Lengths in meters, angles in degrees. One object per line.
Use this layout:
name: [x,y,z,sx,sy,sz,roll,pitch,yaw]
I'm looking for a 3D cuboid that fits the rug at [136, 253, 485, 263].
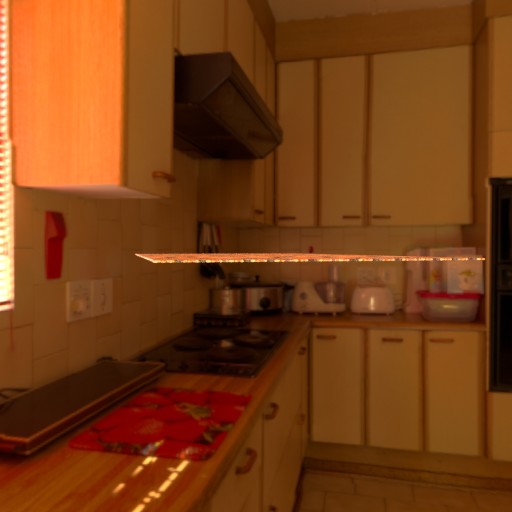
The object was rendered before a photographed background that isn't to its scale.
rug: [0.000,0.000,3.021,1.533,0.010,2.428,0,1,-17]
